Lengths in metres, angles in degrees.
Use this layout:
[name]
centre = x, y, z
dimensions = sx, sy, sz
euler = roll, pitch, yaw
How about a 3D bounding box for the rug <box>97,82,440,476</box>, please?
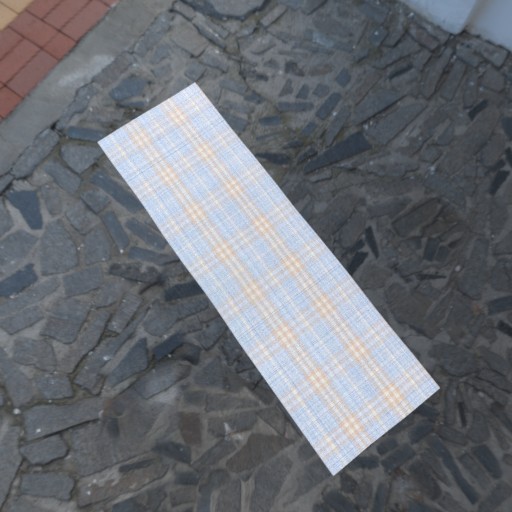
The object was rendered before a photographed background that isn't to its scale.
[rug]
centre = 0.000, 0.000, 2.665
dimensions = 0.762, 0.013, 2.439
euler = -35, 78, -9
